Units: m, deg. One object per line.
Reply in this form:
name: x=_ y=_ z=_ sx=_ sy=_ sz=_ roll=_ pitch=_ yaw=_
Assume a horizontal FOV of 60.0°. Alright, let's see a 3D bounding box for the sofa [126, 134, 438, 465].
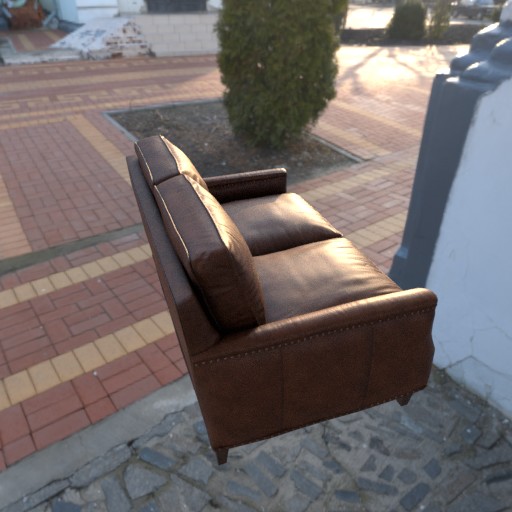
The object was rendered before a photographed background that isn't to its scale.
sofa: x=0.000 y=0.000 z=2.280 sx=1.083 sy=1.003 sz=1.628 roll=-11 pitch=33 yaw=-17
